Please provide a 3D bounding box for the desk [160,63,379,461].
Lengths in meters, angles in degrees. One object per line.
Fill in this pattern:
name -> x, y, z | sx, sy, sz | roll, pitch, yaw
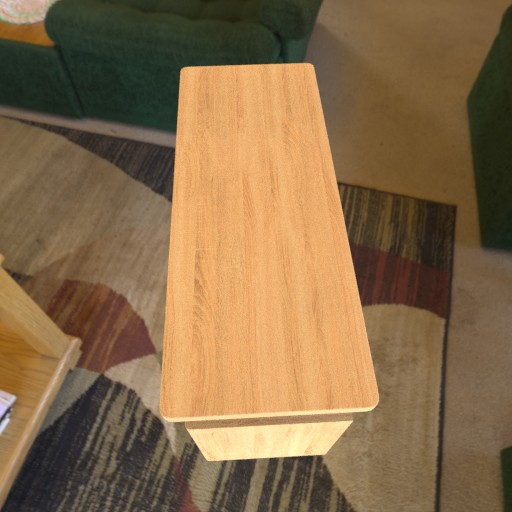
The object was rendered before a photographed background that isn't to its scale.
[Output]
desk -> 0.000, 0.000, 1.787 | 0.550, 0.760, 1.400 | -3, 58, -2
